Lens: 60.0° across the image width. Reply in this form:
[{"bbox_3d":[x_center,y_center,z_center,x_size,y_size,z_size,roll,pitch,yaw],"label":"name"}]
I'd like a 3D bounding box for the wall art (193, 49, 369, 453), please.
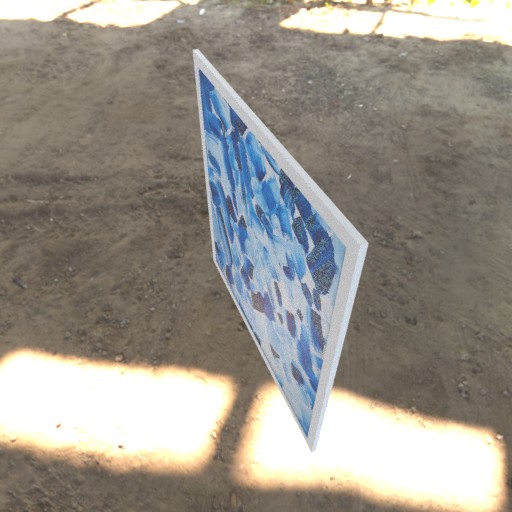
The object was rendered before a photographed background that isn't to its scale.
[{"bbox_3d":[0.000,0.000,1.211,0.015,0.812,0.812,-17,48,-16],"label":"wall art"}]
